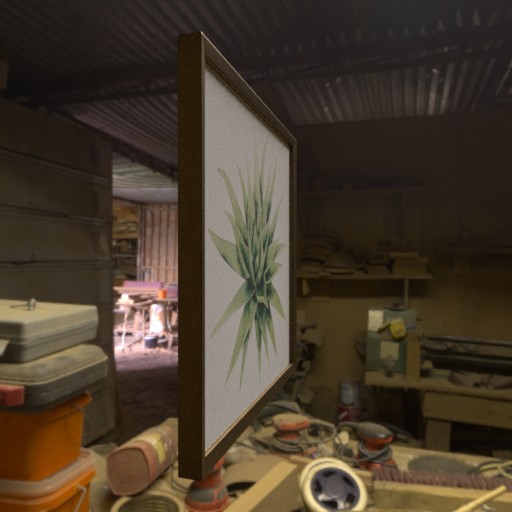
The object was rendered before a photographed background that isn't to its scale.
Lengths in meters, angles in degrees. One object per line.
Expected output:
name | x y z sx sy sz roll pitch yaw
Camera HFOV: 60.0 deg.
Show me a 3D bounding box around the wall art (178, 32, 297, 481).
wall art | 0.000 0.000 0.742 0.030 0.506 0.503 0 0 17
